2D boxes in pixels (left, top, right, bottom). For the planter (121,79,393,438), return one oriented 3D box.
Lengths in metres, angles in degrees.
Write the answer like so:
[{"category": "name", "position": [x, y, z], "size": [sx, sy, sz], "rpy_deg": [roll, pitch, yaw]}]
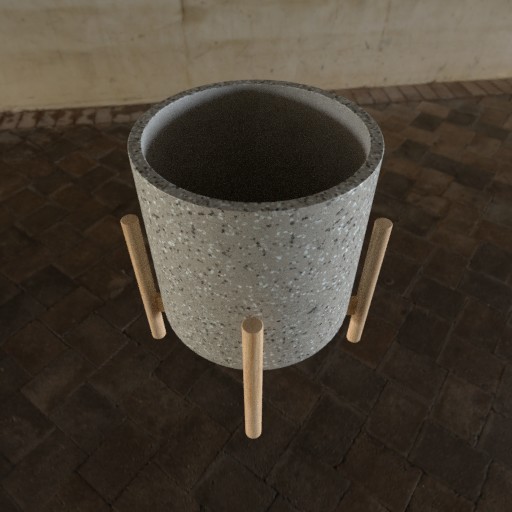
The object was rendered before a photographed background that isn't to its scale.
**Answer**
[{"category": "planter", "position": [0.000, 0.000, 0.681], "size": [0.360, 0.419, 0.360], "rpy_deg": [17, 47, 17]}]
